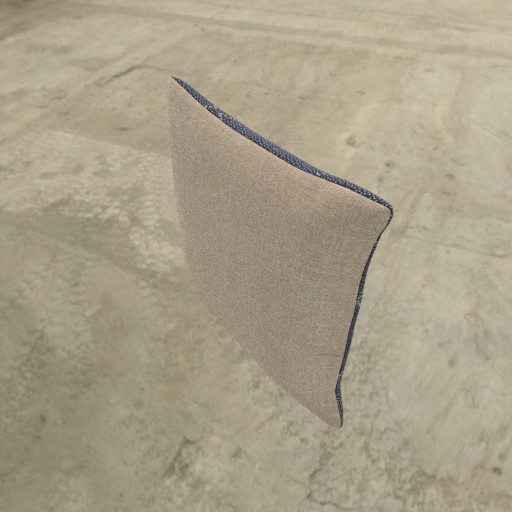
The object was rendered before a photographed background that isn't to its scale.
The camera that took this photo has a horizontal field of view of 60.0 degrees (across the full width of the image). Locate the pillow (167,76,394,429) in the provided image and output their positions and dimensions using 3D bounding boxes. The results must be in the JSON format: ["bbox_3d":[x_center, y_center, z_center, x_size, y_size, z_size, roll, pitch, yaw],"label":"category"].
[{"bbox_3d":[0.000,0.000,0.684,0.148,0.428,0.435,-27,48,-26],"label":"pillow"}]
